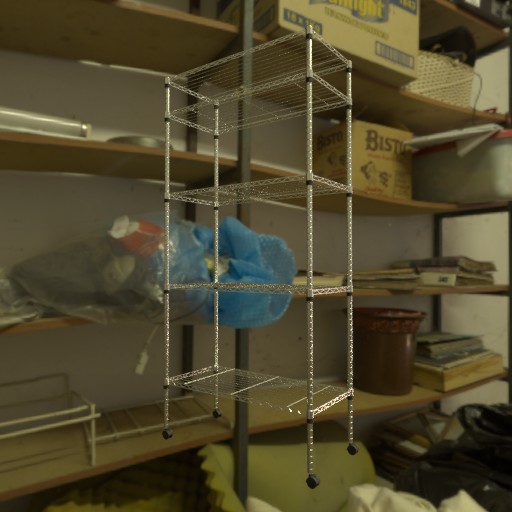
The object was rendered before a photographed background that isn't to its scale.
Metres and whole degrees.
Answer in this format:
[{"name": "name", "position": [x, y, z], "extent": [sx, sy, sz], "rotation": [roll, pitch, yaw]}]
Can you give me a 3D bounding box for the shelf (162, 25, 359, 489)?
[{"name": "shelf", "position": [0.000, 0.000, 1.869], "extent": [0.762, 1.587, 0.356], "rotation": [-1, -1, 36]}]
